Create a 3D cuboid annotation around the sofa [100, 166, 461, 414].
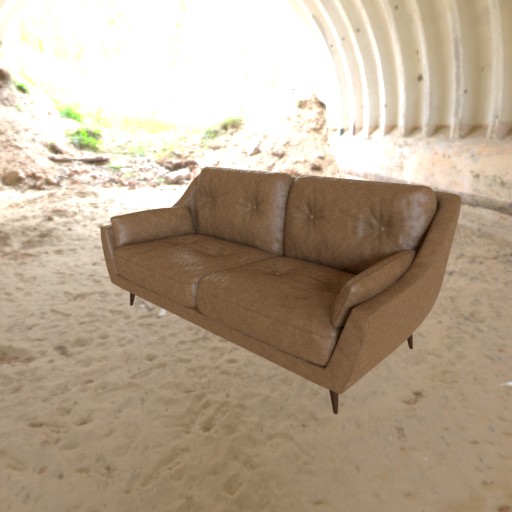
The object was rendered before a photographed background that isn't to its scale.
[{"bbox_3d":[0.000,0.000,2.401,0.904,0.839,1.902,-15,22,-43],"label":"sofa"}]
